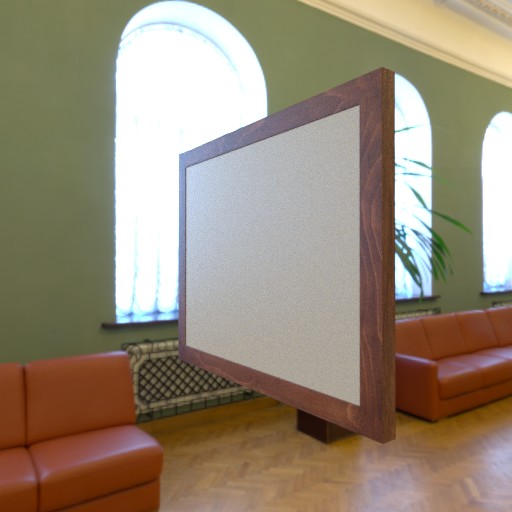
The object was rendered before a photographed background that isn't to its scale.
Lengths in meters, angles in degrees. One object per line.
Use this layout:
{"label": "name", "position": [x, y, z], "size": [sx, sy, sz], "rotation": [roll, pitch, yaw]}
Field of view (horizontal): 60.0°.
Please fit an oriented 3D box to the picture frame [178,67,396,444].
{"label": "picture frame", "position": [0.000, 0.000, 0.771], "size": [0.025, 0.457, 0.559], "rotation": [0, 0, -36]}
